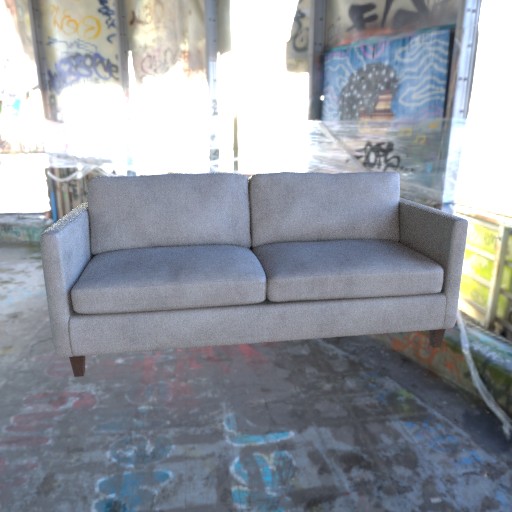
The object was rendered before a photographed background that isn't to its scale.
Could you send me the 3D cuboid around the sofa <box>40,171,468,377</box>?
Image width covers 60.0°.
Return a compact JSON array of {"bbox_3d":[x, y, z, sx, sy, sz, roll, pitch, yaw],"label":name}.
[{"bbox_3d":[0.000,0.000,2.708,2.208,0.965,0.951,-3,16,-9],"label":"sofa"}]
